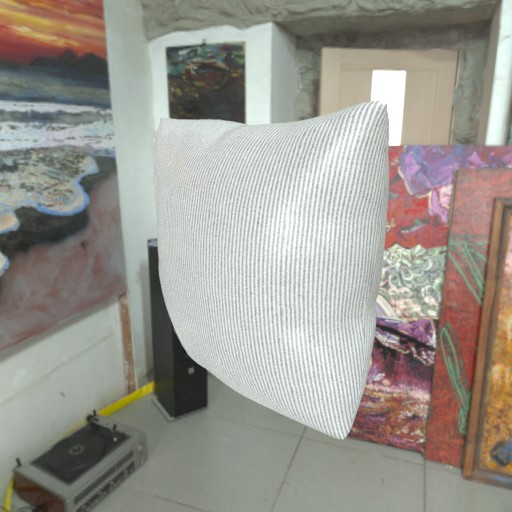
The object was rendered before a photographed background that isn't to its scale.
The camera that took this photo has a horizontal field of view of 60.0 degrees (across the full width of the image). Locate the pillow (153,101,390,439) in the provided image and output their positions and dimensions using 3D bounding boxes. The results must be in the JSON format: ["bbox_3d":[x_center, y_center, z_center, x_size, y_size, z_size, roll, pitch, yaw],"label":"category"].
[{"bbox_3d":[0.000,0.000,0.689,0.310,0.432,0.387,-2,15,-9],"label":"pillow"}]
